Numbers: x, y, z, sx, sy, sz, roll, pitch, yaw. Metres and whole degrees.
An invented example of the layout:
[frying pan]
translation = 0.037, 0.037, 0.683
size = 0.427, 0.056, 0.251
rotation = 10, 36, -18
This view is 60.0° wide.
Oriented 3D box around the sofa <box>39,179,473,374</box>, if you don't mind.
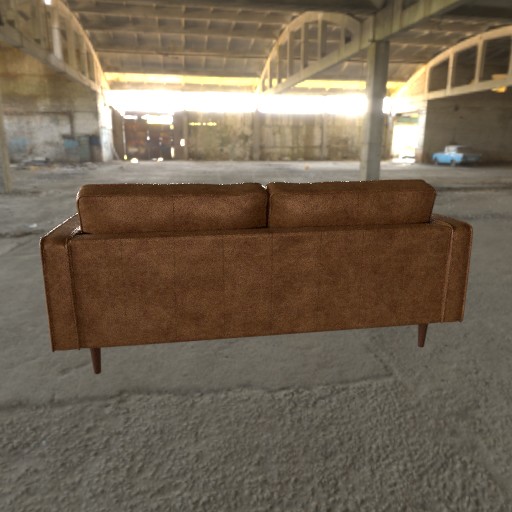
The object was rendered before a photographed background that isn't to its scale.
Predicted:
[sofa]
translation = 0.000, 0.000, 2.363
size = 1.920, 0.825, 0.924
rotation = -2, 15, -9
